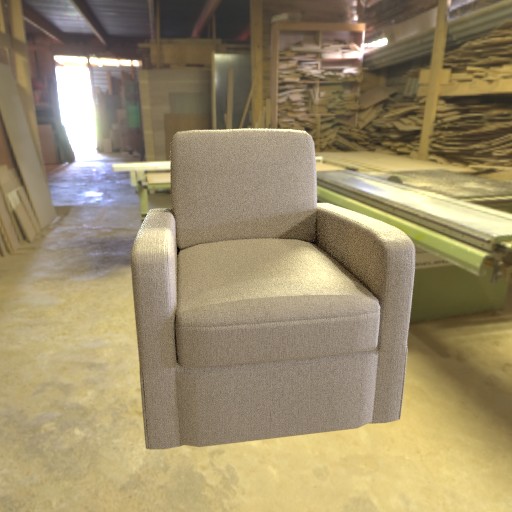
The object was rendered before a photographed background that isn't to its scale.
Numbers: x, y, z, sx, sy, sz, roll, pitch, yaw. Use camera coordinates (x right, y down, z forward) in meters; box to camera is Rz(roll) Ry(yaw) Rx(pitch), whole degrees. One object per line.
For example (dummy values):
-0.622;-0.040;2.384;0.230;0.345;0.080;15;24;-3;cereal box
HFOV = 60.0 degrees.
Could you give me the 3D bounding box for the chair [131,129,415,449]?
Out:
0.000;0.000;1.531;0.755;0.827;0.888;-3;18;-9;chair
